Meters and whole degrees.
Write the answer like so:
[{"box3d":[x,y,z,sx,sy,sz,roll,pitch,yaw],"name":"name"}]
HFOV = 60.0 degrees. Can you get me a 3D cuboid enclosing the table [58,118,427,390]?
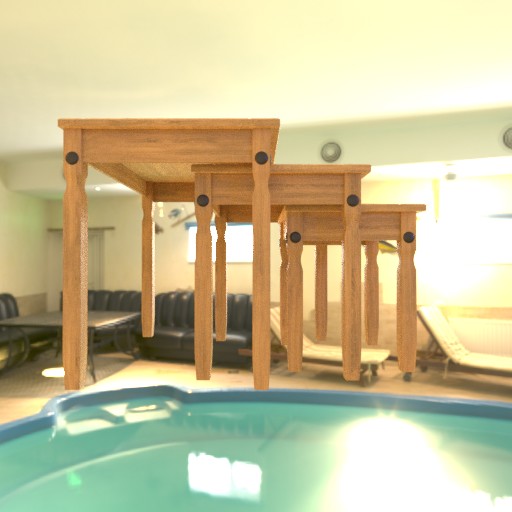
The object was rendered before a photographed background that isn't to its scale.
[{"box3d":[0.000,0.000,1.193,0.773,0.535,0.660,0,0,0],"name":"table"}]
